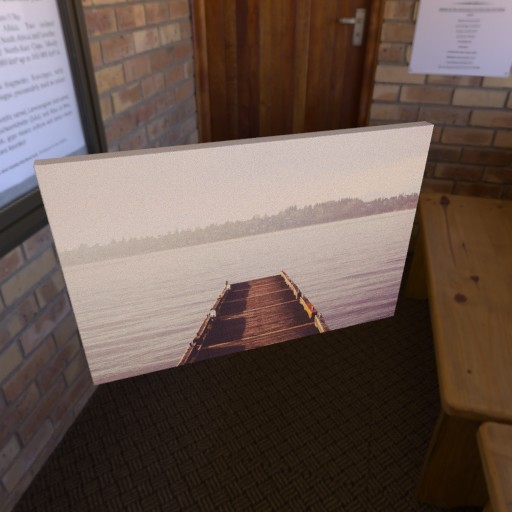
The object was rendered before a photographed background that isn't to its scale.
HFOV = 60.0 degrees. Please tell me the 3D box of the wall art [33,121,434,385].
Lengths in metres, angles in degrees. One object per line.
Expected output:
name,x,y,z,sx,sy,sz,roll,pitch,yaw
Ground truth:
wall art,0.000,0.000,1.149,0.916,0.609,0.037,-10,33,-15
